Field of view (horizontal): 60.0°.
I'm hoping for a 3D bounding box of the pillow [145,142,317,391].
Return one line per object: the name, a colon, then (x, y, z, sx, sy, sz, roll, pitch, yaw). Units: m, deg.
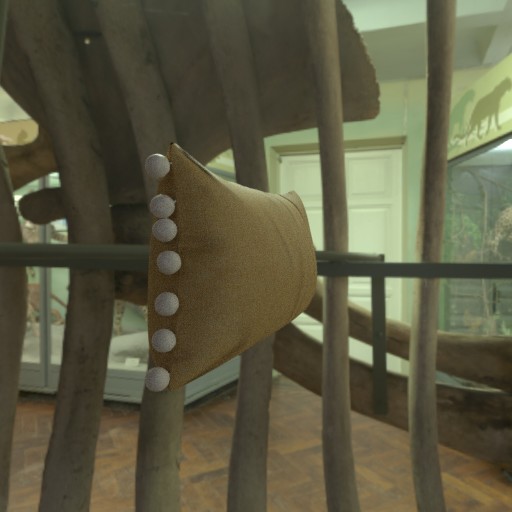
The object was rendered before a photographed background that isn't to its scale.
pillow: (0.000, 0.000, 0.842, 0.201, 0.322, 0.709, 1, 2, 18)
